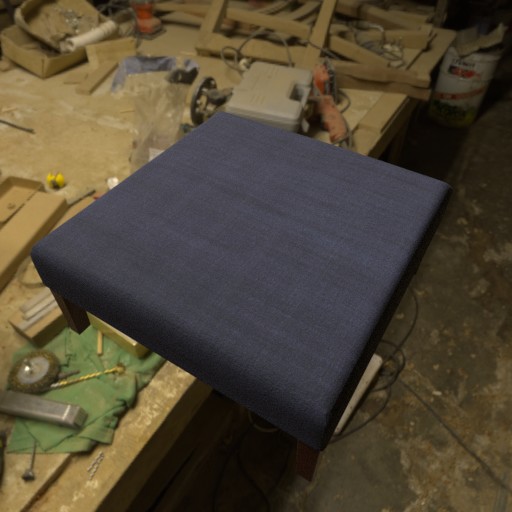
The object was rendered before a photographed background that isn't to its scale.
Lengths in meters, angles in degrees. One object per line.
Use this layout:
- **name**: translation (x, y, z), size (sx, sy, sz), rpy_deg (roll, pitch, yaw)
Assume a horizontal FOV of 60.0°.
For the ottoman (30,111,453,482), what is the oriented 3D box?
- **ottoman**: translation (0.000, 0.000, 1.381), size (0.890, 0.411, 0.889), rpy_deg (24, 51, 22)
